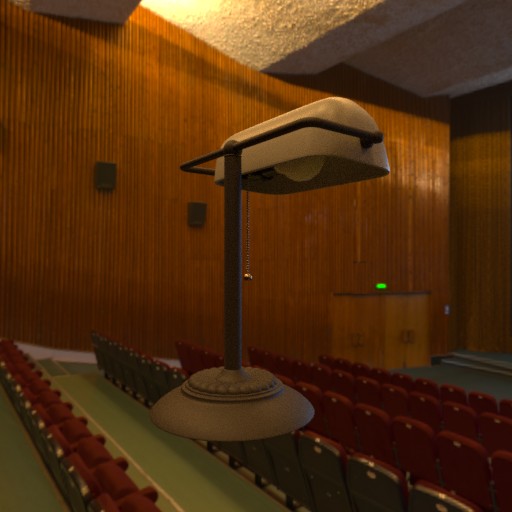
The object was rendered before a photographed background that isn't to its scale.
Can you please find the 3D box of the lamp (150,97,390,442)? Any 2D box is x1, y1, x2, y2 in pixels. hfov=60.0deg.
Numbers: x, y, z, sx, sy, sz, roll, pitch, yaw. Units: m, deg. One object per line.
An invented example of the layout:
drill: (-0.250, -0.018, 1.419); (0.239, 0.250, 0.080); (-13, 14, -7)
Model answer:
lamp: (0.000, 0.000, 0.511); (0.243, 0.339, 0.264); (0, -1, -37)
